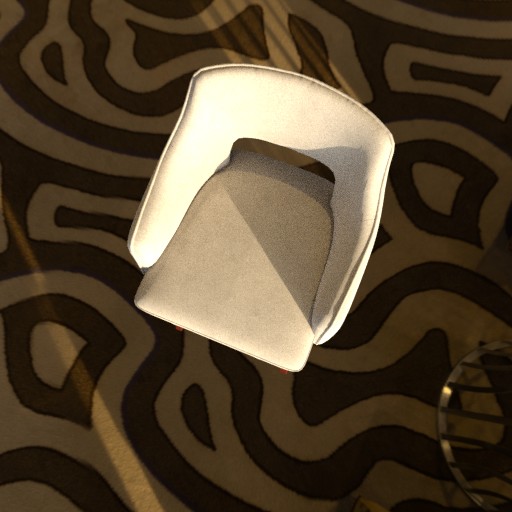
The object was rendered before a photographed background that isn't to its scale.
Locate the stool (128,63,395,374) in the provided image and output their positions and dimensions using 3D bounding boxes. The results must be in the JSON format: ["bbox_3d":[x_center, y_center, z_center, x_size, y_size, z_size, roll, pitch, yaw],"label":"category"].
[{"bbox_3d":[0.000,0.000,1.321,0.548,1.012,0.558,21,76,6],"label":"stool"}]
